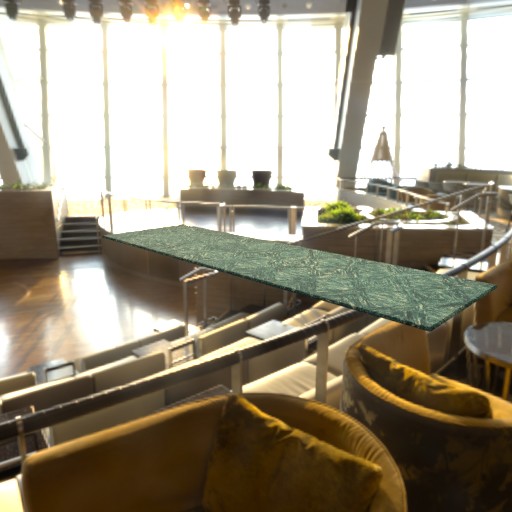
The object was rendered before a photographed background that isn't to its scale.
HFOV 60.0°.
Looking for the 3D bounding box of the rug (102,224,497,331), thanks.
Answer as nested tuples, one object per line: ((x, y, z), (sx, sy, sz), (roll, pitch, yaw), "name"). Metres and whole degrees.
((0.000, 0.000, 2.472), (2.286, 0.016, 0.676), (13, 19, 43), "rug")
